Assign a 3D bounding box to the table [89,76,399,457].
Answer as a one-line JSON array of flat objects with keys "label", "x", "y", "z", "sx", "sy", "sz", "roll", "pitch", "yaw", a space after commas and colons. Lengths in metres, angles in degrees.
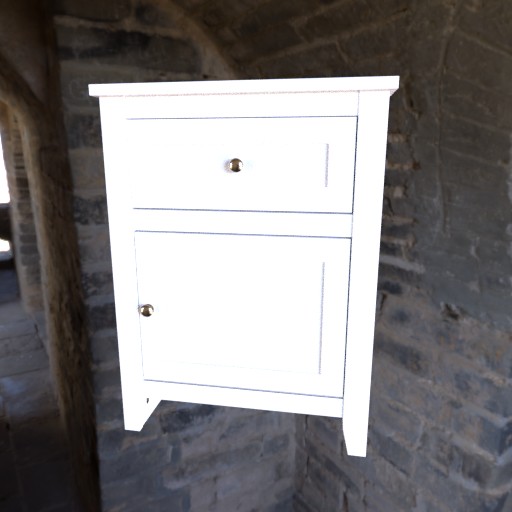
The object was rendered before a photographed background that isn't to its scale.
[{"label": "table", "x": 0.000, "y": 0.000, "z": 0.925, "sx": 0.480, "sy": 0.635, "sz": 0.381, "roll": 2, "pitch": 14, "yaw": 10}]
